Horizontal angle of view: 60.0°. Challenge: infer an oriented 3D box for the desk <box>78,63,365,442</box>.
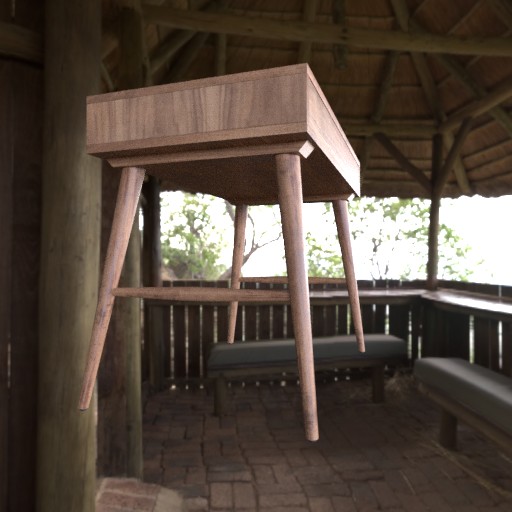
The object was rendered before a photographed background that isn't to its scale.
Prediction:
[{"bbox_3d":[0.000,0.000,1.420,0.588,0.758,0.949,0,-1,19],"label":"desk"}]
